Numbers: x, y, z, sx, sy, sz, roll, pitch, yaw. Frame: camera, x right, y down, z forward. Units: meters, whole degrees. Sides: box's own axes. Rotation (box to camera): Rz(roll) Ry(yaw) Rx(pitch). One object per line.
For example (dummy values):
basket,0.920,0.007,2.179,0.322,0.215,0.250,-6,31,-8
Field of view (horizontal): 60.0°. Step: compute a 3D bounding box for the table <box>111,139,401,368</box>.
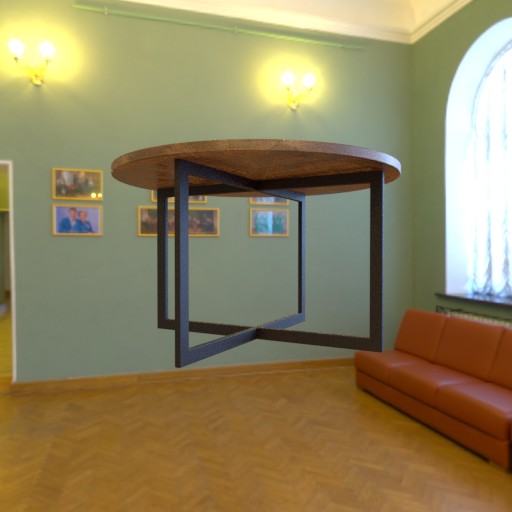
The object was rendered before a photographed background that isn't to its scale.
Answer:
table,0.000,0.000,2.041,1.264,0.762,1.264,0,1,0
